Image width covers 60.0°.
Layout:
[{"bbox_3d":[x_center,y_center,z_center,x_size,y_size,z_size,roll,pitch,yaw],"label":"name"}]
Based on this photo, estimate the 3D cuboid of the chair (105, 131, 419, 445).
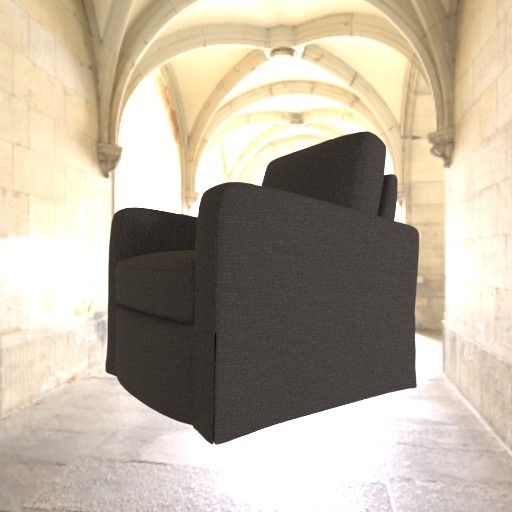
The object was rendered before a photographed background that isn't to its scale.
[{"bbox_3d":[0.000,0.000,1.540,0.863,0.855,0.798,0,0,-36],"label":"chair"}]
